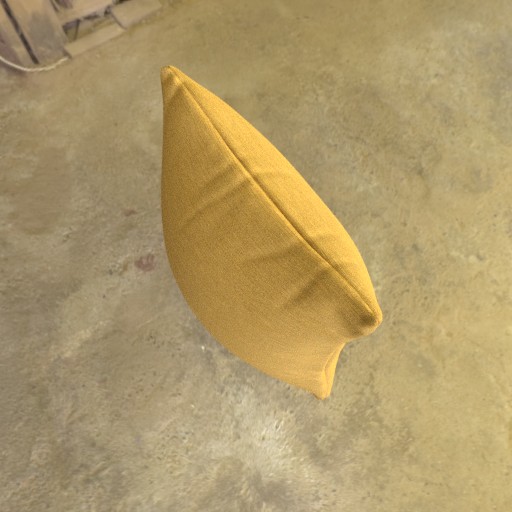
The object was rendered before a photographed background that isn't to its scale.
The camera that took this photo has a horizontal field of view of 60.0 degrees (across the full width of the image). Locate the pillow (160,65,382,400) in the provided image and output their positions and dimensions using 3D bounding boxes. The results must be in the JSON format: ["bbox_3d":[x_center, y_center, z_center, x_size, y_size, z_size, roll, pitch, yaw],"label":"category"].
[{"bbox_3d":[0.000,0.000,0.685,0.247,0.417,0.435,-31,67,-15],"label":"pillow"}]
